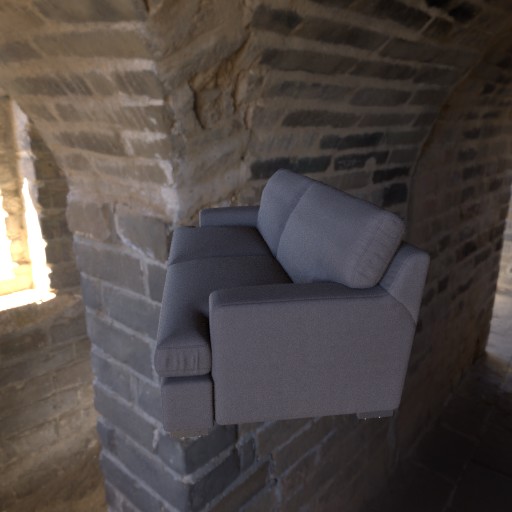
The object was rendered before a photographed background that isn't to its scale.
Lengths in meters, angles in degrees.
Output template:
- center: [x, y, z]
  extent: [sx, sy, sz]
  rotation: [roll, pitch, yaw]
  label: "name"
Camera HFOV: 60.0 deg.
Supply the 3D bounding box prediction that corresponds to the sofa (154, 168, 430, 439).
- center: [0.000, 0.000, 2.835]
  extent: [1.140, 0.950, 2.271]
  rotation: [-2, 16, -8]
  label: "sofa"
